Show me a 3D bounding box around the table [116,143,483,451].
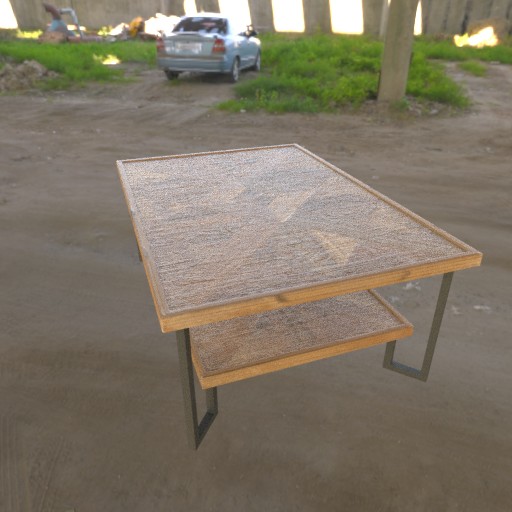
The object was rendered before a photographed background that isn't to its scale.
[{"bbox_3d":[0.000,0.000,1.706,0.877,0.492,1.238,-10,30,-17],"label":"table"}]
